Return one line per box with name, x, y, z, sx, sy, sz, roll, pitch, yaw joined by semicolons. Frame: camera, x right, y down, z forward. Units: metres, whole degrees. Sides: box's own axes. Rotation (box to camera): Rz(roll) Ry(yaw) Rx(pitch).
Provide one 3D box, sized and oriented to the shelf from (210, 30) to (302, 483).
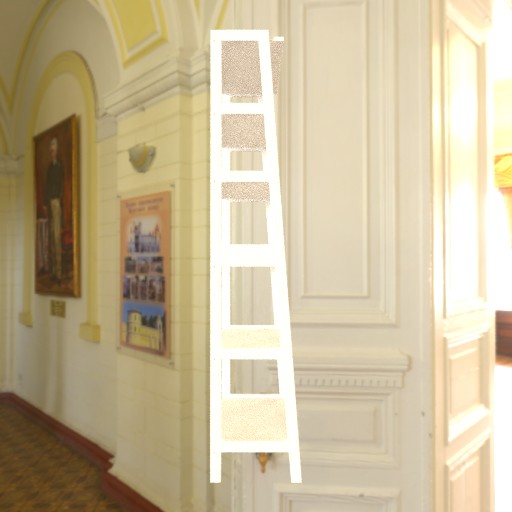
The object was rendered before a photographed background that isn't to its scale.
shelf;0.000;0.000;2.179;0.381;1.892;0.660;0;0;0
